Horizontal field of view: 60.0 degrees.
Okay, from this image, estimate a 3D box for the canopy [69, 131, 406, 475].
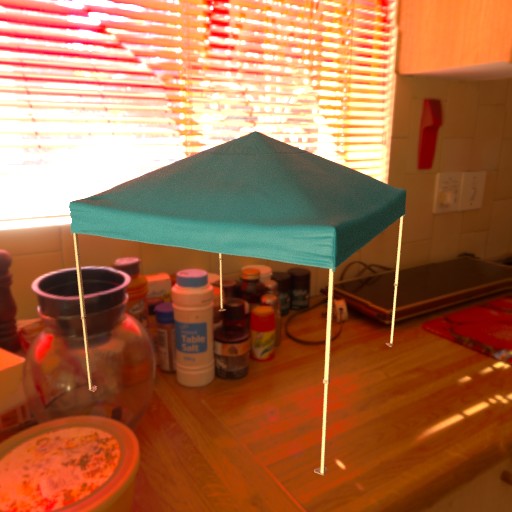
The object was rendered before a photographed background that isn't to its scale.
[{"bbox_3d":[0.000,0.000,5.514,2.998,2.997,2.996,8,17,27],"label":"canopy"}]
